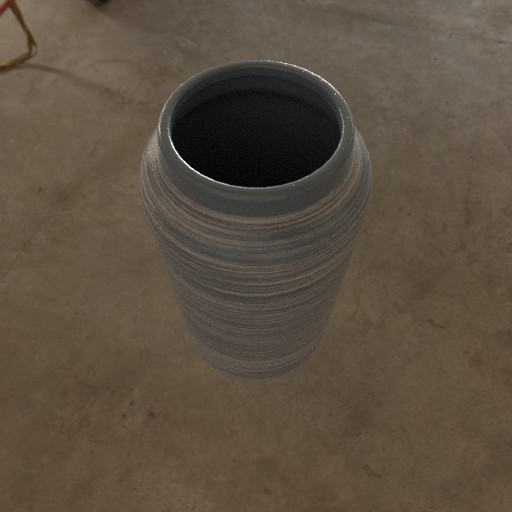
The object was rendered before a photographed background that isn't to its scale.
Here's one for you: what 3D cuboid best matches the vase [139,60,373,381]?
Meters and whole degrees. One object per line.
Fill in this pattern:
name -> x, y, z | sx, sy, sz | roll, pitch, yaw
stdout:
vase -> 0.000, 0.000, 0.291 | 0.116, 0.230, 0.116 | 0, 59, 0
